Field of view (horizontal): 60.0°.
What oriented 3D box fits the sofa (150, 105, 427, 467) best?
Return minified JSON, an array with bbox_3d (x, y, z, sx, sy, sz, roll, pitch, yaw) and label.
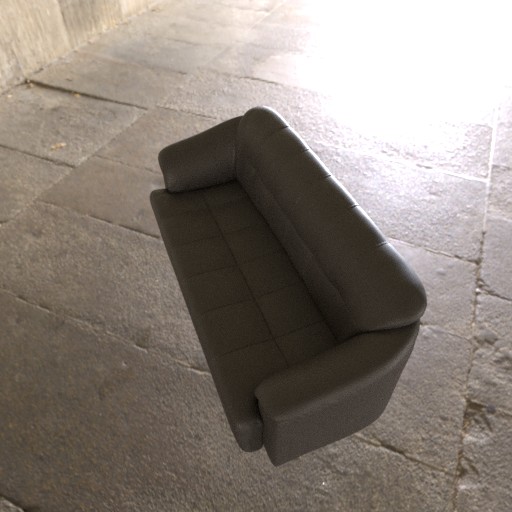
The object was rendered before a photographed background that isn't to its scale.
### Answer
[{"bbox_3d":[0.000,0.000,2.262,0.800,0.811,1.829,-16,48,-15],"label":"sofa"}]
